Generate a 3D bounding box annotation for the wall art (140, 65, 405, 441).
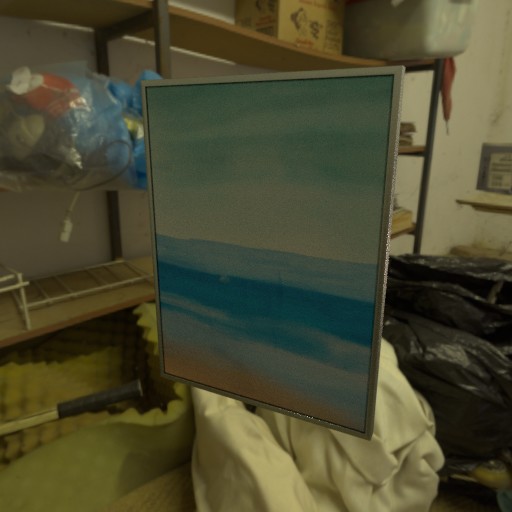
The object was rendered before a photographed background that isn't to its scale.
[{"bbox_3d":[0.000,0.000,1.396,0.803,1.062,0.041,8,18,26],"label":"wall art"}]
